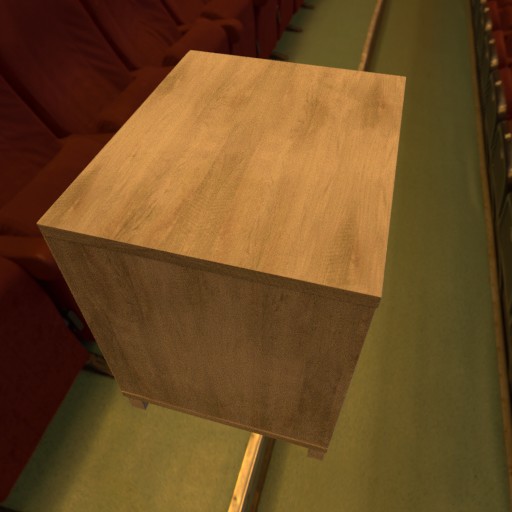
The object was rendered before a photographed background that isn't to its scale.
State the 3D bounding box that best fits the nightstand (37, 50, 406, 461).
[{"bbox_3d":[0.000,0.000,0.721,0.347,0.448,0.427,12,49,10],"label":"nightstand"}]
